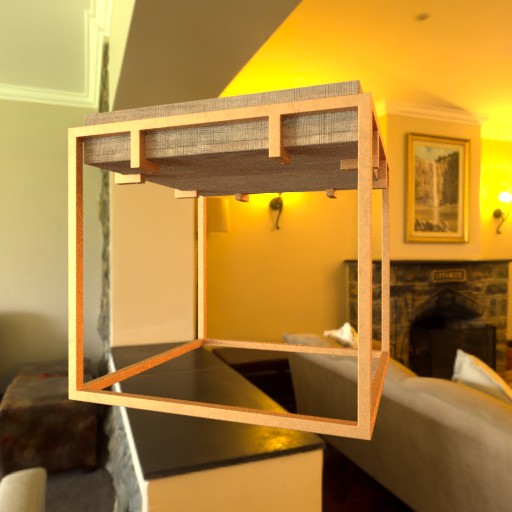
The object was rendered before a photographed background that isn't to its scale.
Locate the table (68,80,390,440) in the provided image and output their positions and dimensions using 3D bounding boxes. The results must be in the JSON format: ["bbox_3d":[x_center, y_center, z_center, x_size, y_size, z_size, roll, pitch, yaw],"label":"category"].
[{"bbox_3d":[0.000,0.000,1.086,0.599,0.584,0.599,0,0,20],"label":"table"}]
